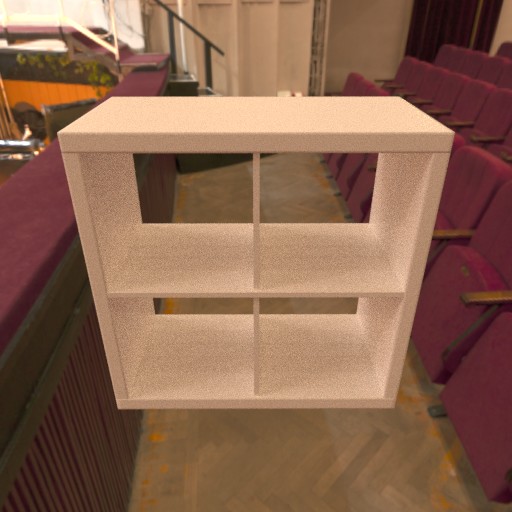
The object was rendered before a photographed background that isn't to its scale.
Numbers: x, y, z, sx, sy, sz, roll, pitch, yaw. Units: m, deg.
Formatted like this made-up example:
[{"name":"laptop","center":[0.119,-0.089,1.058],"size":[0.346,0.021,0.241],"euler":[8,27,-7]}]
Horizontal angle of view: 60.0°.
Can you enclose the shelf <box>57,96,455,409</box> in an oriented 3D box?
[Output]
[{"name":"shelf","center":[0.000,0.000,1.244],"size":[0.790,0.786,0.390],"euler":[0,30,0]}]
